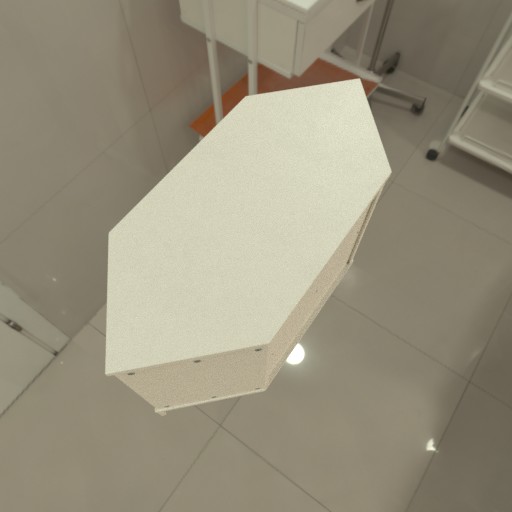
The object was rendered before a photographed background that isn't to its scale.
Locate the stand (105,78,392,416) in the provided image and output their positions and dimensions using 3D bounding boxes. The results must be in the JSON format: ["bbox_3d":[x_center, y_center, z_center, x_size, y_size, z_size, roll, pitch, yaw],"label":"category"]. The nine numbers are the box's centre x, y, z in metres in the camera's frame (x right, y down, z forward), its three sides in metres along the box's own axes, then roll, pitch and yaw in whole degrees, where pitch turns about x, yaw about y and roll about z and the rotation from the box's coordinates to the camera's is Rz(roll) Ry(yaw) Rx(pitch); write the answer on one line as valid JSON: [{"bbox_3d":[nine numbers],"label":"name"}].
[{"bbox_3d":[0.000,0.000,1.389,0.477,0.614,1.072,32,67,16],"label":"stand"}]
